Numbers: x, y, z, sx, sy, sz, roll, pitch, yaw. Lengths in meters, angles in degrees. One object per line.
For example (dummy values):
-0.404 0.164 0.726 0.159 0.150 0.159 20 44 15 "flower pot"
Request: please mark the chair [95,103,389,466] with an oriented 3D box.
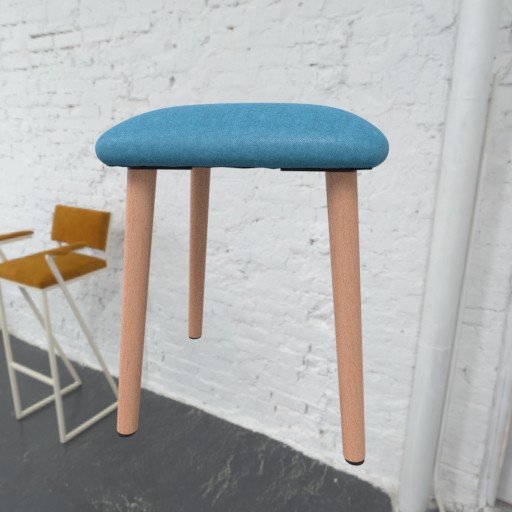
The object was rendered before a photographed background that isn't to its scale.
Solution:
0.000 0.000 0.698 0.360 0.450 0.360 3 15 10 "chair"
